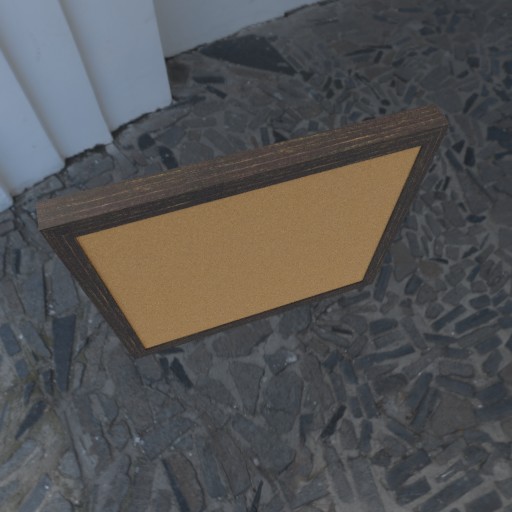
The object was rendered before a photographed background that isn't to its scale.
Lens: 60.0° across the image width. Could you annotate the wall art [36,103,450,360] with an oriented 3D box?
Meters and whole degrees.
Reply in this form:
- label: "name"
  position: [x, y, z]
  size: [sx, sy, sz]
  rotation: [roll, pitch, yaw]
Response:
- label: "wall art"
  position: [0.000, 0.000, 0.538]
  size: [0.381, 0.330, 0.031]
  rotation: [-16, 60, -10]
